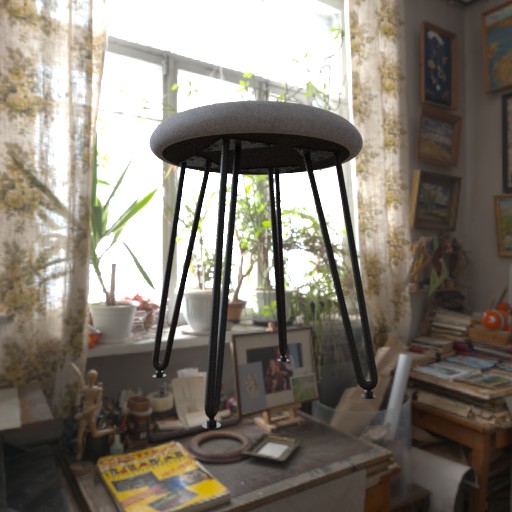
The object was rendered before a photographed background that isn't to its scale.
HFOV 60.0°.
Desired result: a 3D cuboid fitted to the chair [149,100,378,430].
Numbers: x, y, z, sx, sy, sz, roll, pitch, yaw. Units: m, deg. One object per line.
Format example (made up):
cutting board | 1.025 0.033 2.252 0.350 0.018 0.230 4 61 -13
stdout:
chair | 0.000 0.000 0.659 0.350 0.386 0.350 0 0 18
